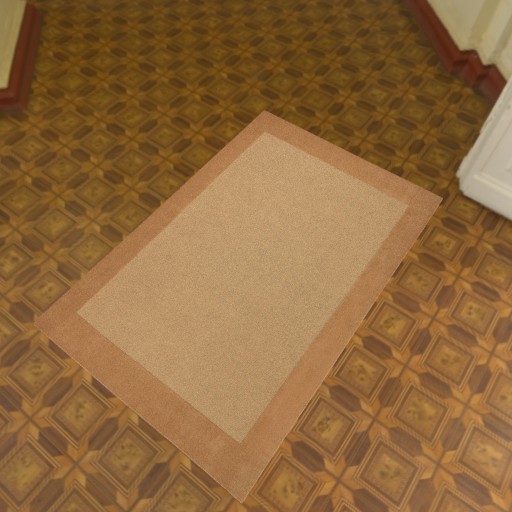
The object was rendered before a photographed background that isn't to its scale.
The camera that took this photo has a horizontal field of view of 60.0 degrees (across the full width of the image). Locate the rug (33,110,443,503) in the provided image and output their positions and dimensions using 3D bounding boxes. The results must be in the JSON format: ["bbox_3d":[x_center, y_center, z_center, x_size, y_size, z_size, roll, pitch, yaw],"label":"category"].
[{"bbox_3d":[0.000,0.000,2.247,1.219,0.014,1.829,32,63,18],"label":"rug"}]
